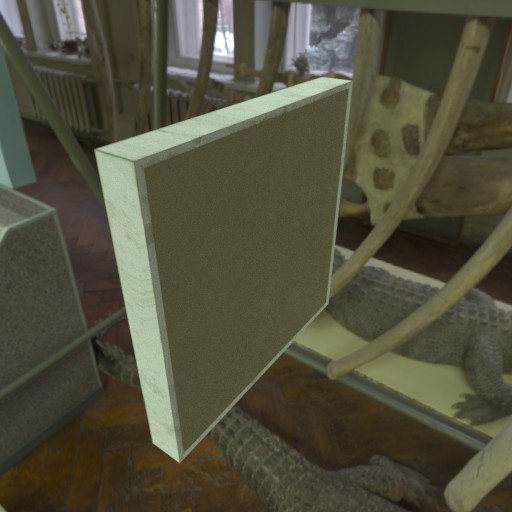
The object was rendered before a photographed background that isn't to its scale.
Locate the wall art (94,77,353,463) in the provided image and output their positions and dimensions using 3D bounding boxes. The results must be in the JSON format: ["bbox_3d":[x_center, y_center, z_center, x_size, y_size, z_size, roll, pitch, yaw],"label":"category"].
[{"bbox_3d":[0.000,0.000,0.461,0.038,0.303,0.305,21,38,30],"label":"wall art"}]
